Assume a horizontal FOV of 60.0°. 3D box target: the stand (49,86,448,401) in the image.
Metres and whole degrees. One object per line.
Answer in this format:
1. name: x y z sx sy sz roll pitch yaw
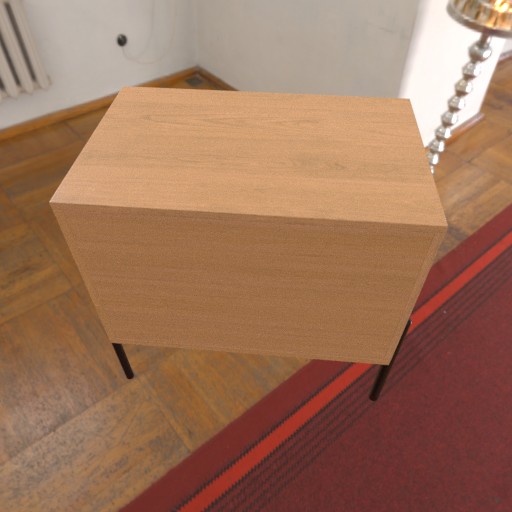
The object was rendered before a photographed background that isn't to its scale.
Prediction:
1. stand: 0.000 0.000 0.997 0.630 0.600 0.400 4 47 4
